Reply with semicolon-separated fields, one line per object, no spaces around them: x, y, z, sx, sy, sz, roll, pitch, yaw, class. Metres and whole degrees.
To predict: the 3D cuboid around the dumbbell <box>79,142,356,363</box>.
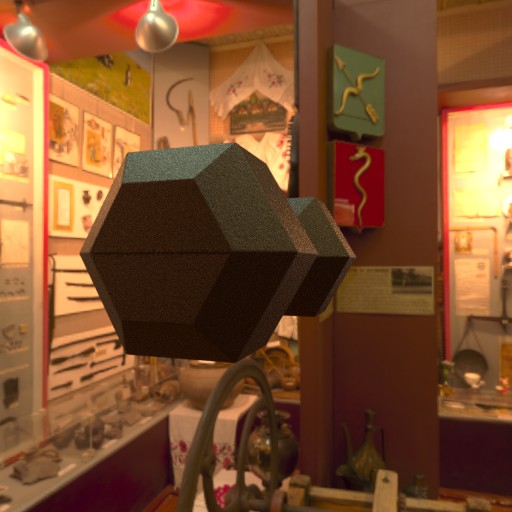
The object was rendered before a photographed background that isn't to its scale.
0.000;0.000;0.431;0.157;0.137;0.361;0;-1;19;dumbbell
